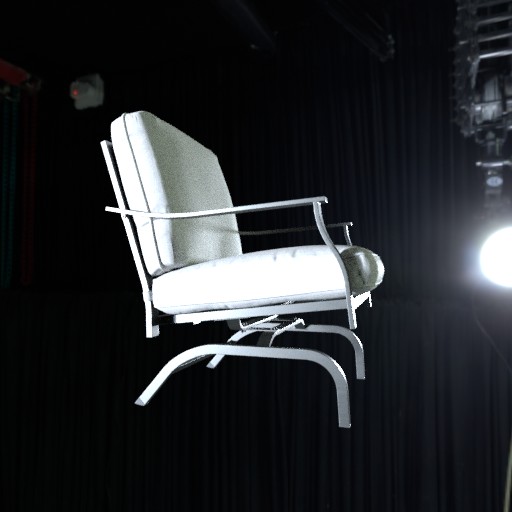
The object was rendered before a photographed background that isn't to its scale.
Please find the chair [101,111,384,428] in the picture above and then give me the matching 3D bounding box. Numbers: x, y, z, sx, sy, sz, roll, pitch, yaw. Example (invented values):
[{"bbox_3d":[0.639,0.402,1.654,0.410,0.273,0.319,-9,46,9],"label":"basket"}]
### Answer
[{"bbox_3d":[0.000,0.000,1.441,0.787,0.860,0.650,-1,-2,18],"label":"chair"}]
